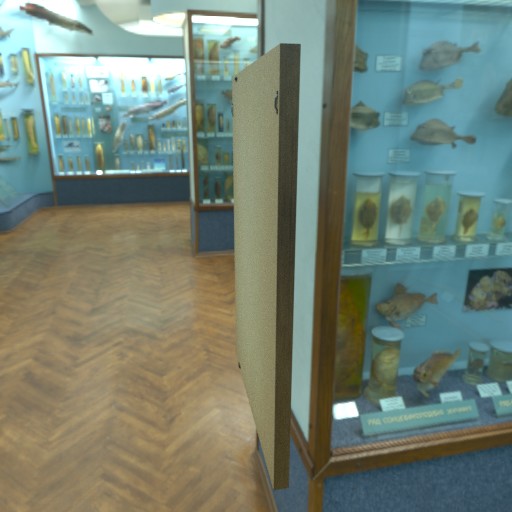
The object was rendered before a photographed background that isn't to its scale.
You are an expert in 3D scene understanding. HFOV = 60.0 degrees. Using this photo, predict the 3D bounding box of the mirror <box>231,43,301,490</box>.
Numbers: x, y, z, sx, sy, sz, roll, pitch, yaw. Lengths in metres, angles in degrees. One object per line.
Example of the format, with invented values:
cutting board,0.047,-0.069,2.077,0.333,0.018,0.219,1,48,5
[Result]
mirror,0.000,0.000,1.149,0.040,0.915,0.609,-3,17,-10
